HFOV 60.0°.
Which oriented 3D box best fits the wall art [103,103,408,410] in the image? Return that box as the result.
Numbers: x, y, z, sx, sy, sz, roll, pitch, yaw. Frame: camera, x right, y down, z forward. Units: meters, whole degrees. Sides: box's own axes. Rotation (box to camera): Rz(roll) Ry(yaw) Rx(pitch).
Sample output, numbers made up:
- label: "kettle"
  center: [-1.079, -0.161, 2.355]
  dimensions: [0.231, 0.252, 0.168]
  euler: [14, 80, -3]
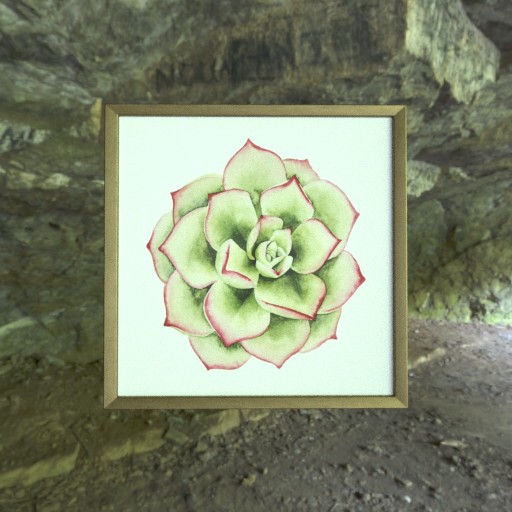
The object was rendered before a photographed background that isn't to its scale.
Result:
- label: "wall art"
  center: [0.000, 0.000, 0.750]
  dimensions: [0.503, 0.506, 0.031]
  euler: [0, -1, -1]
